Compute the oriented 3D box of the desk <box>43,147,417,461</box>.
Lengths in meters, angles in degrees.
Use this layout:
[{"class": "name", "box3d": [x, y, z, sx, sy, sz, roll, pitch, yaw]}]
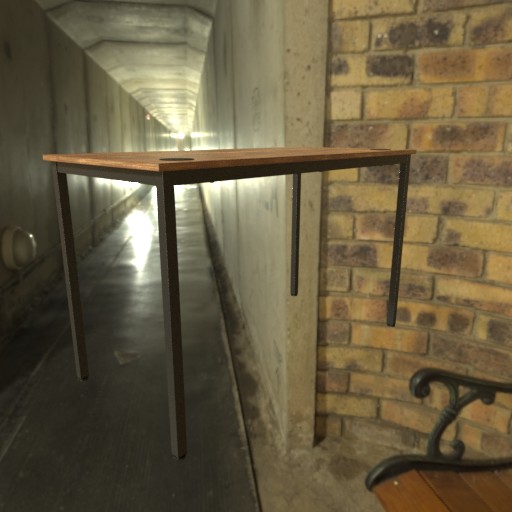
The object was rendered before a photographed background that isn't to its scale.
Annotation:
[{"class": "desk", "box3d": [0.000, 0.000, 1.626, 0.600, 0.749, 1.200, 14, 21, 42]}]
